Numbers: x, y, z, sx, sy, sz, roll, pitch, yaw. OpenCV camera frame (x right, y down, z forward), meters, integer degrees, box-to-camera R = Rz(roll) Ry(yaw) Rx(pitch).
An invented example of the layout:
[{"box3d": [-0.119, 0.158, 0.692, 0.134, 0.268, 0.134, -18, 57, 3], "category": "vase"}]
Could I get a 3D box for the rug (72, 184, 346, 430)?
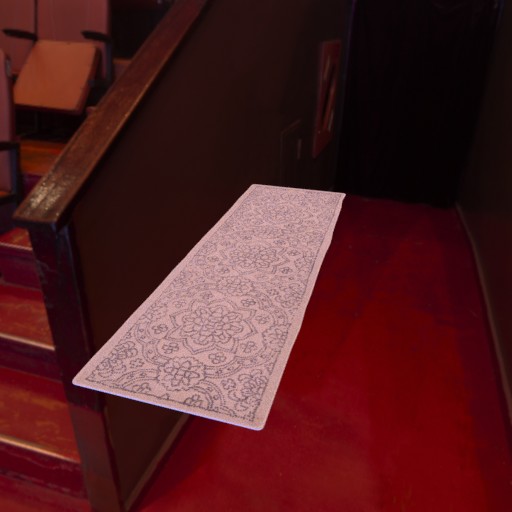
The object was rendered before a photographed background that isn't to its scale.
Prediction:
[{"box3d": [0.000, 0.000, 2.670, 0.806, 0.006, 2.431, 8, 30, 15], "category": "rug"}]
